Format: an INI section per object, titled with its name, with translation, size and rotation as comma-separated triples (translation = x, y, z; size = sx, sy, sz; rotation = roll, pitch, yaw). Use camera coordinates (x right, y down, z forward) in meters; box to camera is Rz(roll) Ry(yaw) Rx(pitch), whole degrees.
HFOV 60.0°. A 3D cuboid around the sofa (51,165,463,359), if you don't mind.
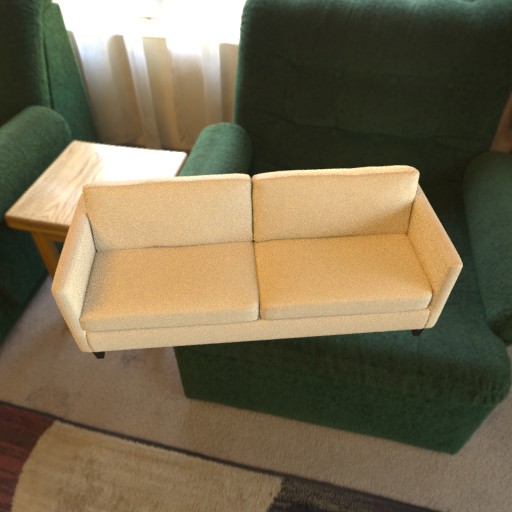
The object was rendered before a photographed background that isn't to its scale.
[sofa]
translation = 0.000, 0.000, 3.067
size = 2.434, 0.965, 0.948
rotation = -3, 46, -3
